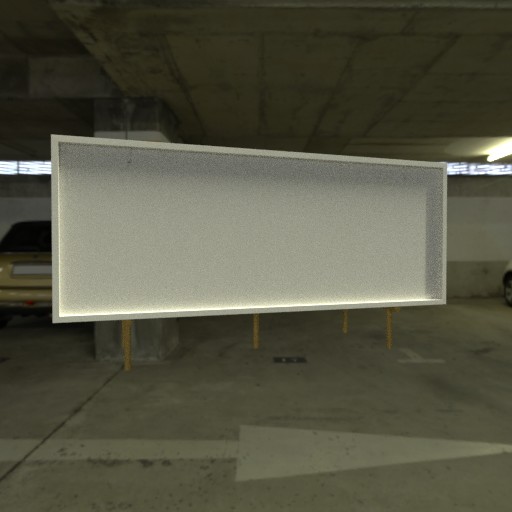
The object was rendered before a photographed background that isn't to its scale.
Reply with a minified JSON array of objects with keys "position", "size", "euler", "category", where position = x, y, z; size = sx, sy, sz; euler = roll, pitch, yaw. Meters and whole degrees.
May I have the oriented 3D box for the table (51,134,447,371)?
[{"position":[0.000,0.000,1.853],"size":[1.500,0.769,0.508],"euler":[0,1,-18],"category":"table"}]
